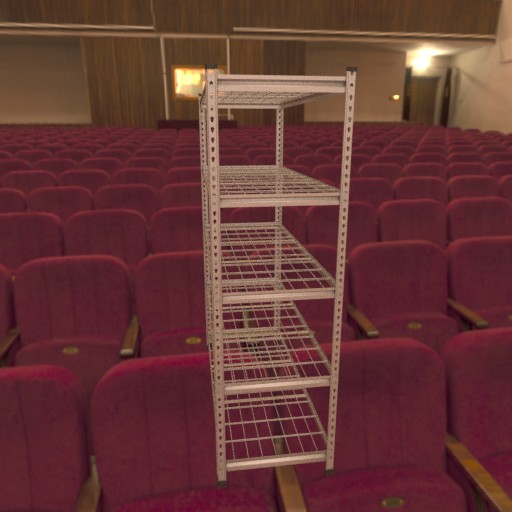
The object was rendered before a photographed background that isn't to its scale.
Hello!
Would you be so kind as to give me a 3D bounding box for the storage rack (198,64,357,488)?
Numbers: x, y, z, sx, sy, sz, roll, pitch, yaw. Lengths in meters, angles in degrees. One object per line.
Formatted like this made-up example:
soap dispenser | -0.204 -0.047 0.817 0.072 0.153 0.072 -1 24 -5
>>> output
storage rack | 0.000 0.000 2.729 0.610 1.981 1.524 -2 16 -8
